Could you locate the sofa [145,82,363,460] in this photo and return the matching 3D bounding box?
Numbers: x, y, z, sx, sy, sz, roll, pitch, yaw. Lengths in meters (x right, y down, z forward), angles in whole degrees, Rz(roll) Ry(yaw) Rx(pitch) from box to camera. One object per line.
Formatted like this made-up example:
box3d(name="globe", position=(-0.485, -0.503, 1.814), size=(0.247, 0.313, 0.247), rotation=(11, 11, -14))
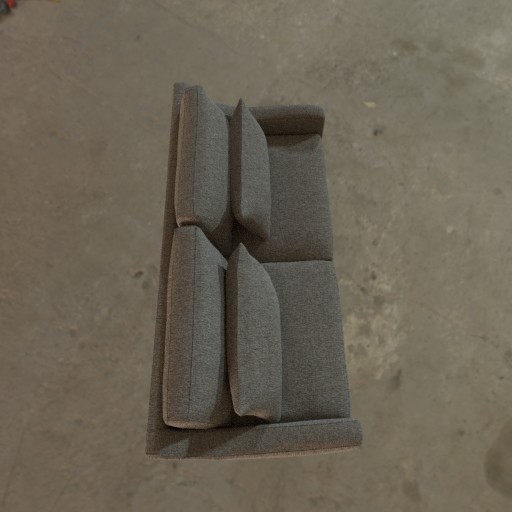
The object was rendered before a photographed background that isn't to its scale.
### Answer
box3d(name="sofa", position=(0.000, 0.000, 2.894), size=(1.103, 0.998, 2.418), rotation=(-1, 64, -1))
